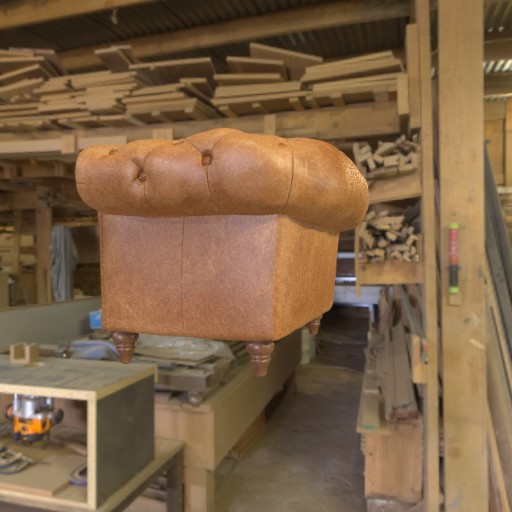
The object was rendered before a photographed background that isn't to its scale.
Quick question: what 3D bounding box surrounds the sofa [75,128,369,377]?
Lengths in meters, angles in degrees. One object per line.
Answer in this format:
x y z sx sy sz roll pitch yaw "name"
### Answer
0.000 0.000 2.092 1.033 0.878 1.405 0 0 20 "sofa"
